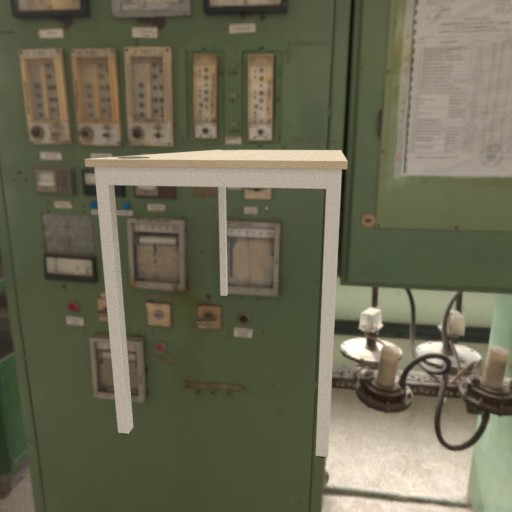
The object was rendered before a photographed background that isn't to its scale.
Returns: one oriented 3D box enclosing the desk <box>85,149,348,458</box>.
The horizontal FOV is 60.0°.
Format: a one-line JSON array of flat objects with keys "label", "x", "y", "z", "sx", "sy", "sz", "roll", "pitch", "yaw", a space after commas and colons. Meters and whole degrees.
[{"label": "desk", "x": 0.000, "y": 0.000, "z": 1.645, "sx": 0.600, "sy": 0.750, "sz": 1.200, "roll": 2, "pitch": 15, "yaw": 10}]
